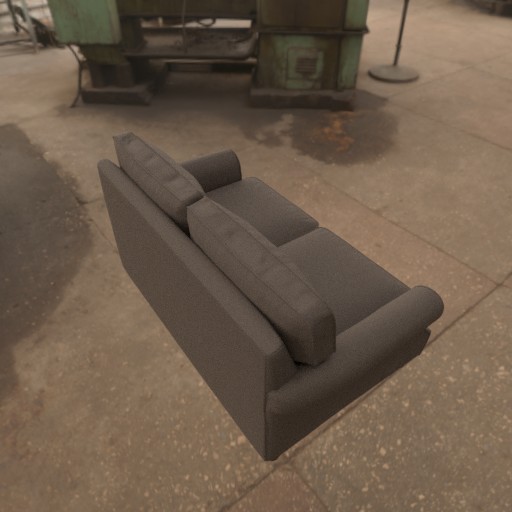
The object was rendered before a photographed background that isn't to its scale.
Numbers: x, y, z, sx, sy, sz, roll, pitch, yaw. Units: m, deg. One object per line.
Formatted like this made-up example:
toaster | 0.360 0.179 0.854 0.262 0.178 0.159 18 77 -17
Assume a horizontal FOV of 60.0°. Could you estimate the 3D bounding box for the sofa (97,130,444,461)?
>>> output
sofa | 0.000 0.000 2.209 0.964 0.937 1.665 -25 47 -26
